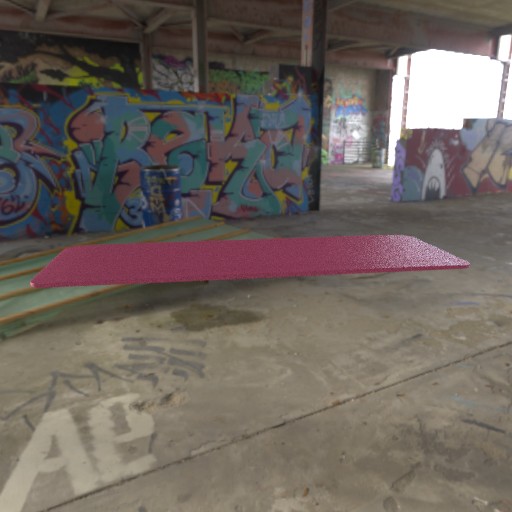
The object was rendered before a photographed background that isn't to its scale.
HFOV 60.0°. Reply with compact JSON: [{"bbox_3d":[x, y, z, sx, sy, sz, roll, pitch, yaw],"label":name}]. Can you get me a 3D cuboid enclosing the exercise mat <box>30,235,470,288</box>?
[{"bbox_3d":[0.000,0.000,2.122,1.884,0.021,0.616,-2,15,-8],"label":"exercise mat"}]
